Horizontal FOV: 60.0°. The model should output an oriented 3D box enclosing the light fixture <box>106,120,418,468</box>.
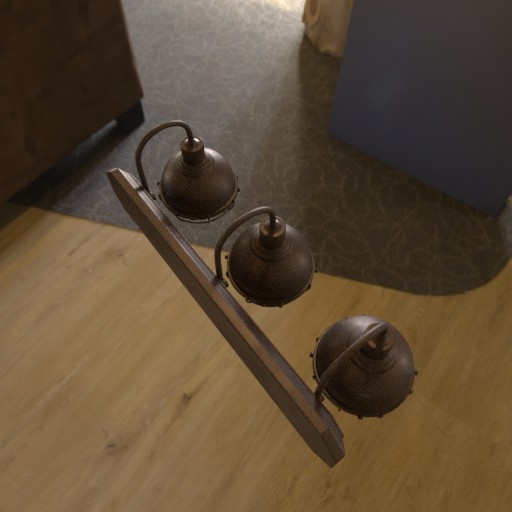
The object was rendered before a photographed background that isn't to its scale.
[{"bbox_3d":[0.000,0.000,0.747,0.229,0.254,0.634,-33,63,-19],"label":"light fixture"}]
